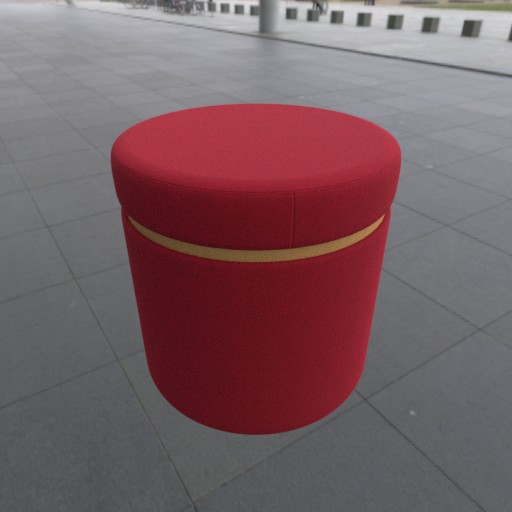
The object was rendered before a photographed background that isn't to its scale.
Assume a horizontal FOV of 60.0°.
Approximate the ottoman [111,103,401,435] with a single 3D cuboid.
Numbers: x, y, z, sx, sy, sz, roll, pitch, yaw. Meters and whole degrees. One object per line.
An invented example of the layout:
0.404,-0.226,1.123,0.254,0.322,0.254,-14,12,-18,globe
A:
0.000,0.000,0.725,0.400,0.406,0.400,0,31,0,ottoman
